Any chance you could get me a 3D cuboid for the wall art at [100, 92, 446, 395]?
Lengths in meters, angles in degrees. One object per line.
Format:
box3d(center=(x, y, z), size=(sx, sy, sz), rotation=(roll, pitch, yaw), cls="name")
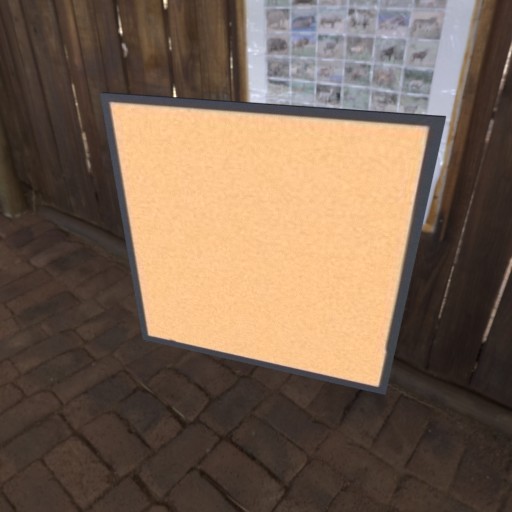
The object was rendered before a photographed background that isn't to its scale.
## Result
box3d(center=(0.000, 0.000, 1.235), size=(0.823, 0.823, 0.013), rotation=(9, 32, 15), cls="wall art")
